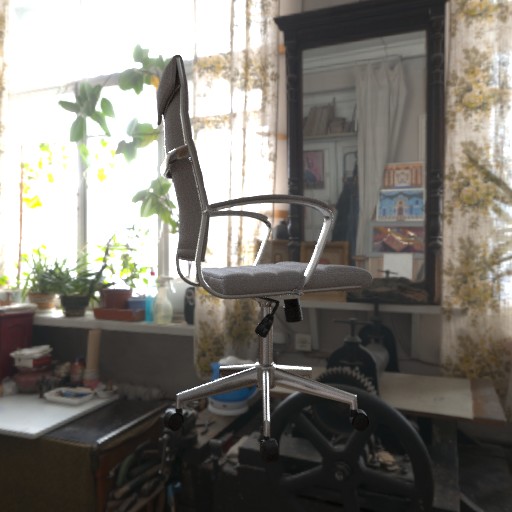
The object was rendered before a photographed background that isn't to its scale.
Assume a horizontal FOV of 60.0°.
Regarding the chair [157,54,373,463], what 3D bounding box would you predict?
[{"bbox_3d":[0.000,0.000,1.553,0.667,1.149,0.679,0,1,-18],"label":"chair"}]
